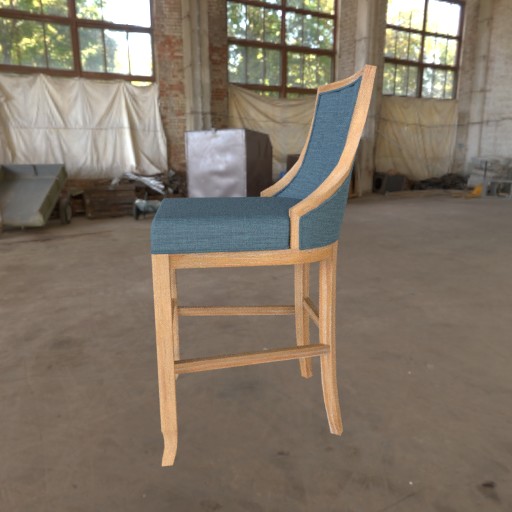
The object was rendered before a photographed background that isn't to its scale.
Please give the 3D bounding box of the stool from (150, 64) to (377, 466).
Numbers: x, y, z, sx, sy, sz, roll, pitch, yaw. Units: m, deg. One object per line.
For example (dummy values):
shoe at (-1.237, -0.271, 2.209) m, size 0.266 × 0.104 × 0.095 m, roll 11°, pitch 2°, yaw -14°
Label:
stool at (0.000, 0.000, 1.440) m, size 0.626 × 1.101 × 0.524 m, roll -2°, pitch 14°, yaw -8°
